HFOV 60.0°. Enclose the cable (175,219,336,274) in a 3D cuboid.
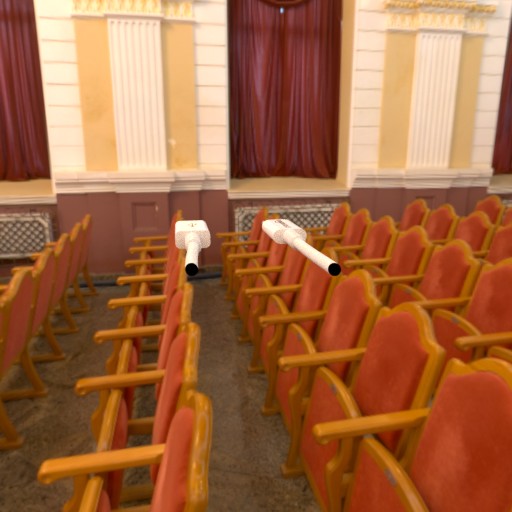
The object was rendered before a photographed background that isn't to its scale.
[{"bbox_3d":[0.000,0.000,0.112,0.040,0.006,0.098,-2,14,-10],"label":"cable"}]
